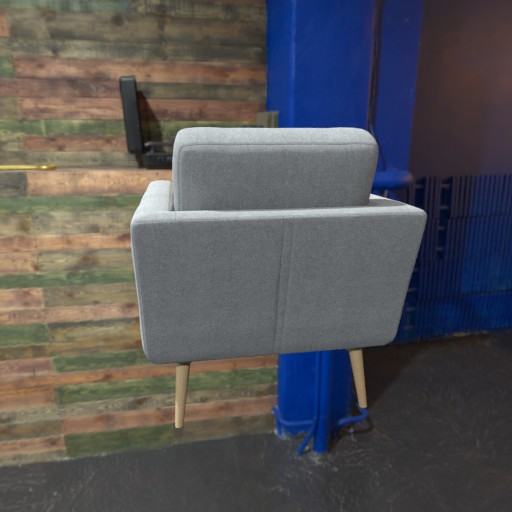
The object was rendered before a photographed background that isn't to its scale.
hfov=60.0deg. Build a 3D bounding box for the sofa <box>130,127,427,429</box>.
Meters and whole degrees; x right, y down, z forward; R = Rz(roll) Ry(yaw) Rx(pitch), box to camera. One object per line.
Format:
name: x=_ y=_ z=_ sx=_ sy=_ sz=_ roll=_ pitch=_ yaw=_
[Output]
sofa: x=0.000 y=0.000 z=1.558 sx=0.770 sy=0.860 sz=0.920 roll=-3 pitch=16 yaw=-10
